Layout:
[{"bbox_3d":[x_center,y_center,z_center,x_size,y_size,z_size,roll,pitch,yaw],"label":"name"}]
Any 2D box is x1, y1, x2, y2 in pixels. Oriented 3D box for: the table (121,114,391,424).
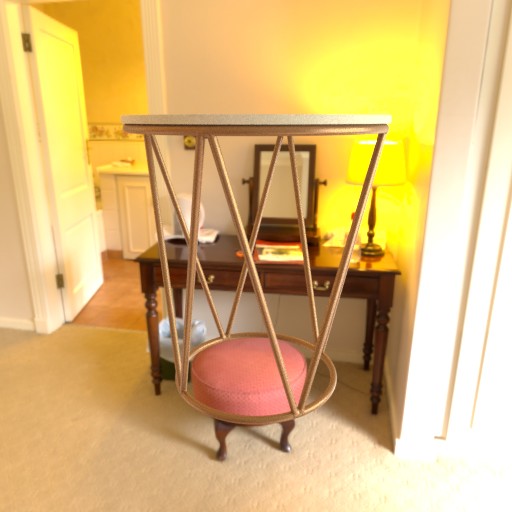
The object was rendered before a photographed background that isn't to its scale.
[{"bbox_3d":[0.000,0.000,0.934,0.500,0.564,0.500,0,17,0],"label":"table"}]
